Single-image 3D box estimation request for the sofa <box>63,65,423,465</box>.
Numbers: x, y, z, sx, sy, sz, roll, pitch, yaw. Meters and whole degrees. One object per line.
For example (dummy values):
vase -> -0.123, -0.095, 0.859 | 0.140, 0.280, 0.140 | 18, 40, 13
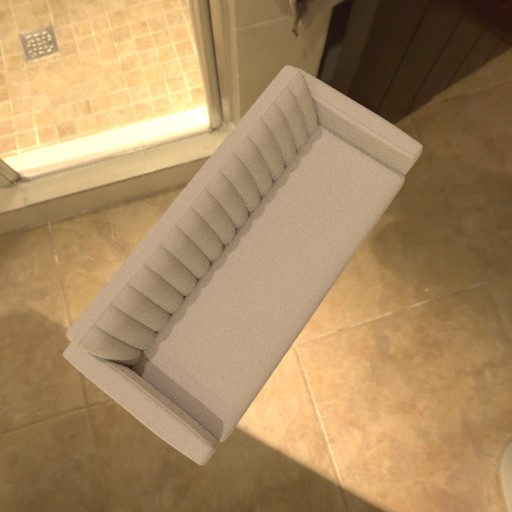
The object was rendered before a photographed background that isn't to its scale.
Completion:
sofa -> 0.000, 0.000, 2.768 | 0.990, 0.821, 2.291 | 35, 78, 8
